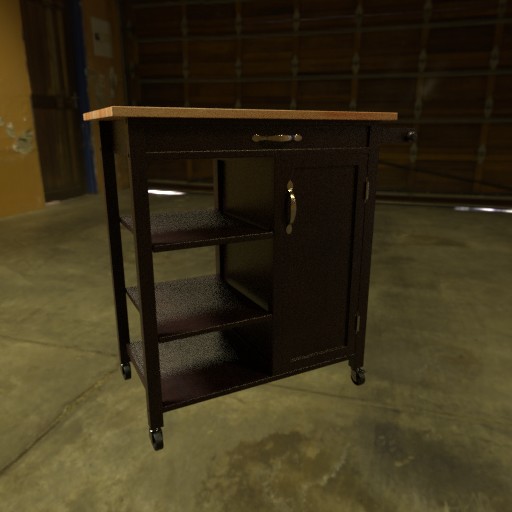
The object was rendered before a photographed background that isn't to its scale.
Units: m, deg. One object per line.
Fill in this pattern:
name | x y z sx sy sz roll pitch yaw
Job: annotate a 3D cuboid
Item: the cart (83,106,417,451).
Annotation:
cart | 0.000 0.000 1.437 0.914 0.878 0.472 -8 18 -26
